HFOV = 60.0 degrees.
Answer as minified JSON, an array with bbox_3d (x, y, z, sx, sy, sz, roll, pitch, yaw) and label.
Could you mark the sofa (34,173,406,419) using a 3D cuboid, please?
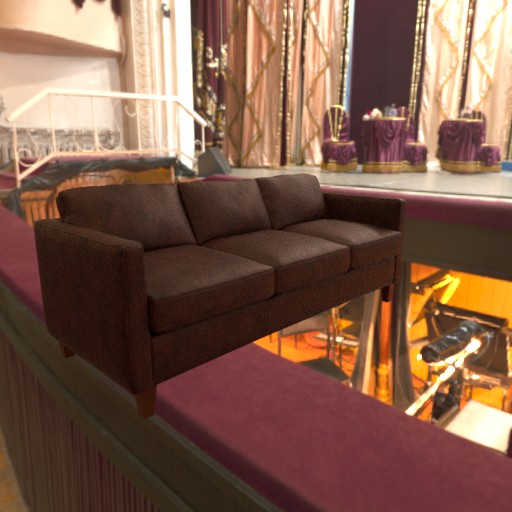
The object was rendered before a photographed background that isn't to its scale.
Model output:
[{"bbox_3d":[0.000,0.000,2.991,1.045,1.006,2.464,13,19,43],"label":"sofa"}]
